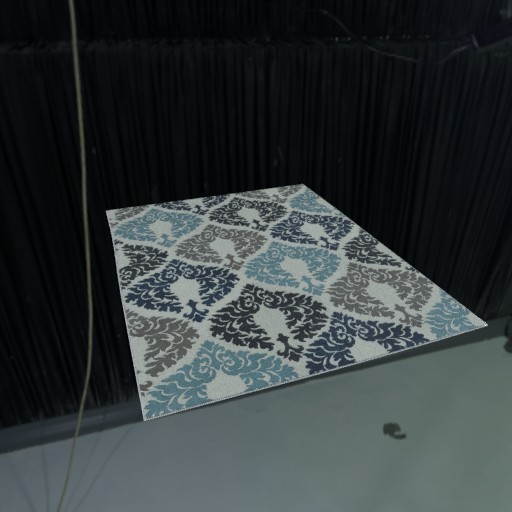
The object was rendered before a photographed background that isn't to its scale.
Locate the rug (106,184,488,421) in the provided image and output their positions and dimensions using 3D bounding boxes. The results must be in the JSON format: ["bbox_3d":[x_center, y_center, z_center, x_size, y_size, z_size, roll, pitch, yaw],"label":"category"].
[{"bbox_3d":[0.000,0.000,4.027,2.423,0.014,3.040,-10,31,-18],"label":"rug"}]
